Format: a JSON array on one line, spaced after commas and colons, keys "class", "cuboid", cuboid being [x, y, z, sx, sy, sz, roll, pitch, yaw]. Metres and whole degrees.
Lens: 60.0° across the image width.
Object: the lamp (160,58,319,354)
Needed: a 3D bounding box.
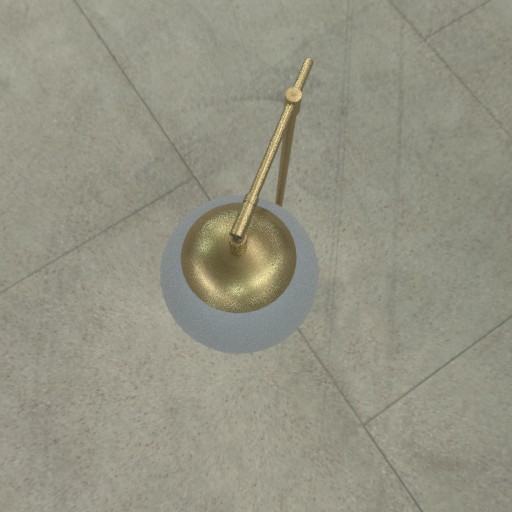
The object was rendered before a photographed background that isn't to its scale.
[{"class": "lamp", "cuboid": [0.000, 0.000, 0.711, 0.207, 0.559, 0.324, 21, 76, 5]}]
